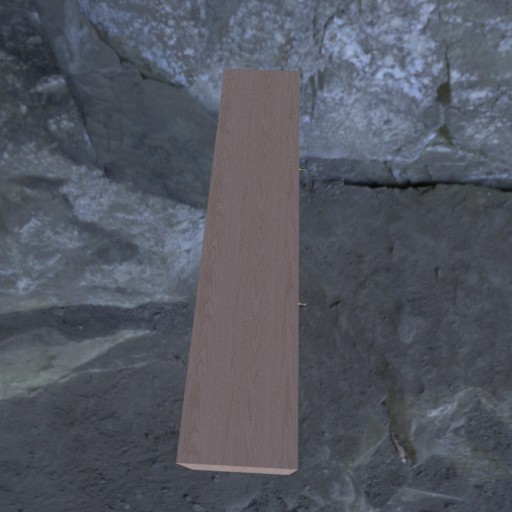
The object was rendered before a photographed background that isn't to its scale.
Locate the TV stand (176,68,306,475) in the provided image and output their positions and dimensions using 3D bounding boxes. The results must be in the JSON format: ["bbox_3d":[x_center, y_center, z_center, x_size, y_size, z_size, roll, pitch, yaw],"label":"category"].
[{"bbox_3d":[0.000,0.000,2.013,0.400,0.580,1.760,3,62,1],"label":"TV stand"}]
